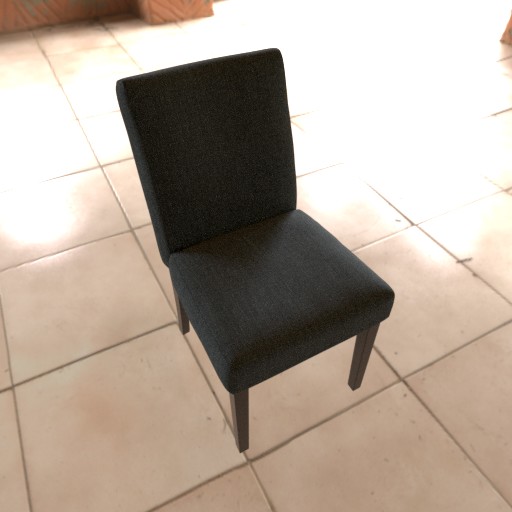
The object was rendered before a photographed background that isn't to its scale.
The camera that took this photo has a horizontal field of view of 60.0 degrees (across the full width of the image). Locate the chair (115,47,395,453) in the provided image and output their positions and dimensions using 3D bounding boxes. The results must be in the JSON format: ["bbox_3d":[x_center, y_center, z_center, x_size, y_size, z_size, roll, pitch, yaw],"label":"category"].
[{"bbox_3d":[0.000,0.000,1.236,0.487,0.884,0.629,-21,48,-20],"label":"chair"}]
